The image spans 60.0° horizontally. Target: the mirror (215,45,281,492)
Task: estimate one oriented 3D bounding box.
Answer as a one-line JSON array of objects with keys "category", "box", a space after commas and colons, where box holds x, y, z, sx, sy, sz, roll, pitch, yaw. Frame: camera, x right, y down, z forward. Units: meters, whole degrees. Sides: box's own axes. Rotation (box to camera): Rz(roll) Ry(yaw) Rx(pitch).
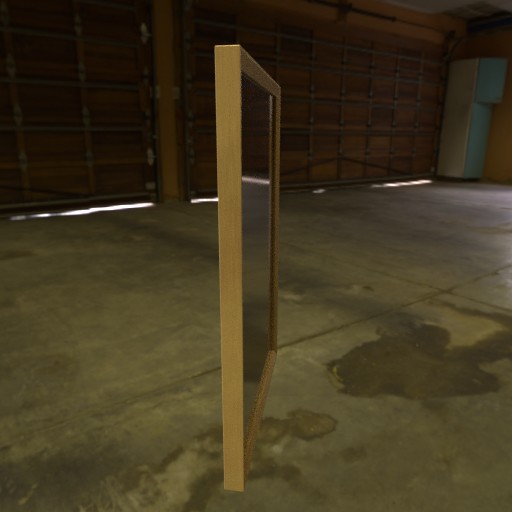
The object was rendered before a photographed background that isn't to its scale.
[{"category": "mirror", "box": [0.000, 0.000, 0.920, 0.039, 0.710, 0.507, 2, 15, 9]}]
